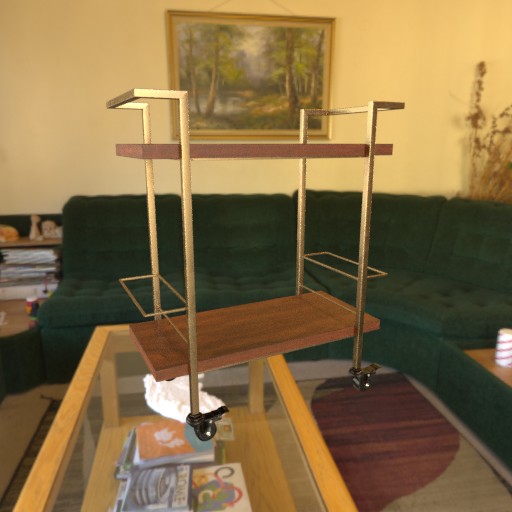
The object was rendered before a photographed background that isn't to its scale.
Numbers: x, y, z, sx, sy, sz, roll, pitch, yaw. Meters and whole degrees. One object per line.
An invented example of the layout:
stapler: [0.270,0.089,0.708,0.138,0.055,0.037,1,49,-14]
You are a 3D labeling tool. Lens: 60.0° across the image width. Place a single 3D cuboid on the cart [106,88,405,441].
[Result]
cart: [0.000,0.000,1.226,0.695,0.807,0.364,-7,16,-26]
